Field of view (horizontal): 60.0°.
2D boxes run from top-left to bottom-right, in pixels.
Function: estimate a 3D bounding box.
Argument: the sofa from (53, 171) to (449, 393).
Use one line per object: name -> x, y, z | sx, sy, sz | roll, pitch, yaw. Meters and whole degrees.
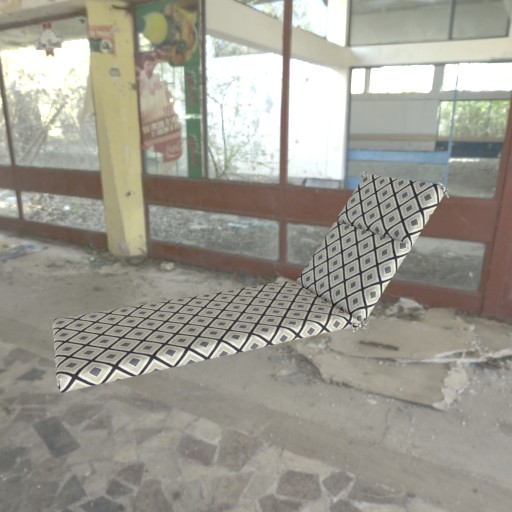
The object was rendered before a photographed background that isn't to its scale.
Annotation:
sofa -> 0.000, 0.000, 1.921 | 1.663, 0.622, 0.582 | -8, 18, -24
